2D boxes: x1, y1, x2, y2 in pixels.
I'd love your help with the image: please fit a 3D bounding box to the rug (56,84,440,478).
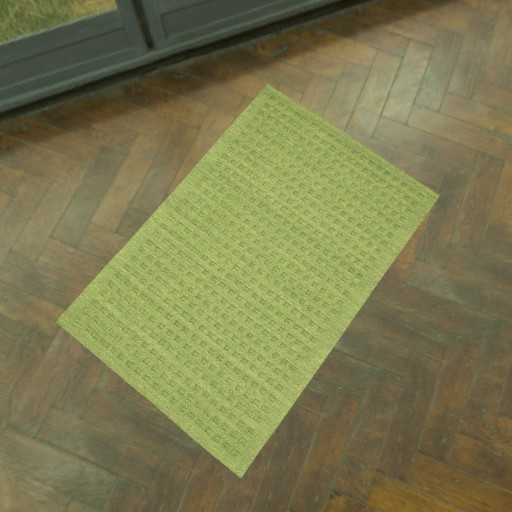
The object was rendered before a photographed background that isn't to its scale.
[{"bbox_3d":[0.000,0.000,3.008,1.529,0.007,2.297,36,77,10],"label":"rug"}]
